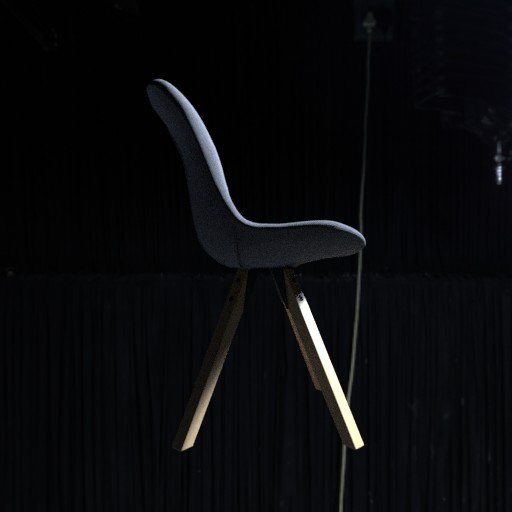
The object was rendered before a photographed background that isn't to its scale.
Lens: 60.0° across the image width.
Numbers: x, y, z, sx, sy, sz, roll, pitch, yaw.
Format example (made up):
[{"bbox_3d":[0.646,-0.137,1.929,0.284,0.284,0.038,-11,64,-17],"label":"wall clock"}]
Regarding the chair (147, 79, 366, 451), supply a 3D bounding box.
[{"bbox_3d":[0.000,0.000,1.191,0.550,0.850,0.485,0,1,-1],"label":"chair"}]
